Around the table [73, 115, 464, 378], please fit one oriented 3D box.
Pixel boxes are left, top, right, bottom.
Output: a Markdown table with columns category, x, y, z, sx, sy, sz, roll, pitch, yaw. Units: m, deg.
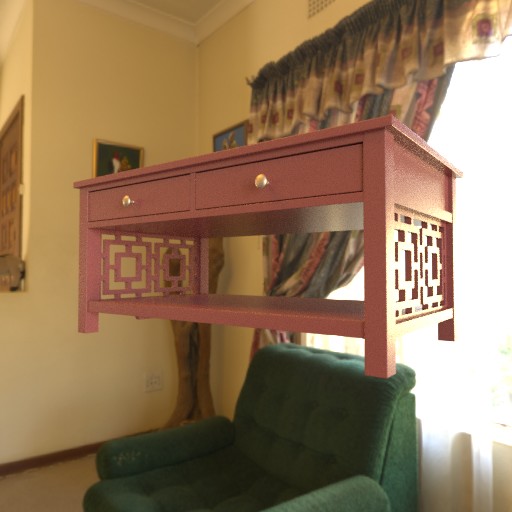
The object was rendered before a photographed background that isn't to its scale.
| category | x | y | z | sx | sy | sz | roll | pitch | yaw |
| --- | --- | --- | --- | --- | --- | --- | --- | --- | --- |
| table | 0.000 | 0.000 | 1.372 | 1.068 | 0.493 | 0.612 | -1 | -2 | 37 |
